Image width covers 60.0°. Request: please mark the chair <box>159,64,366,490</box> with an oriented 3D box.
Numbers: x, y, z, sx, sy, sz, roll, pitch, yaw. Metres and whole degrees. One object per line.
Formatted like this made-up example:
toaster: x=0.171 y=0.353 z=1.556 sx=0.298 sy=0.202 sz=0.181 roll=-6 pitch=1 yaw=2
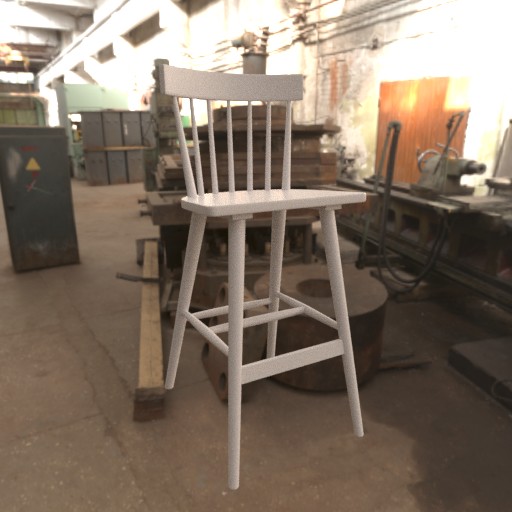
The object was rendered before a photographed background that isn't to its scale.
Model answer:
chair: x=0.000 y=0.000 z=1.367 sx=0.483 sy=1.092 sz=0.572 roll=-9 pitch=18 yaw=-28
